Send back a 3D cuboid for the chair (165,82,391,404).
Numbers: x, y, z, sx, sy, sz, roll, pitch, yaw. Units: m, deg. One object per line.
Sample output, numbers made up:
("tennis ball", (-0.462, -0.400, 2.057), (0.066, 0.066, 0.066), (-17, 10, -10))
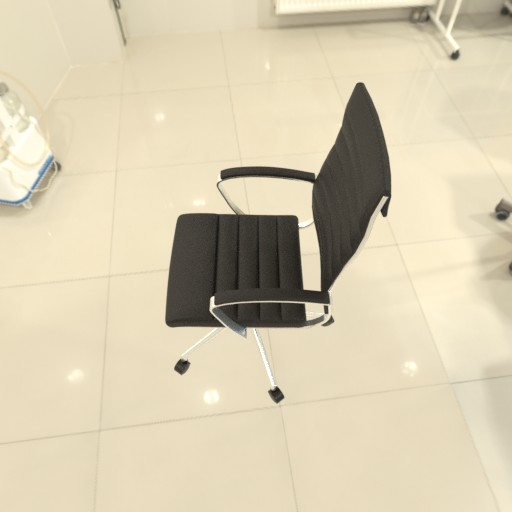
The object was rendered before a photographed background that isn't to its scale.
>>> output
("chair", (0.000, 0.000, 1.638), (0.739, 1.149, 0.766), (0, 56, 0))
